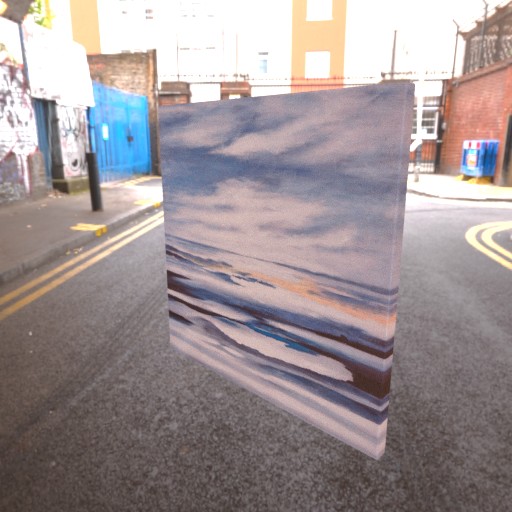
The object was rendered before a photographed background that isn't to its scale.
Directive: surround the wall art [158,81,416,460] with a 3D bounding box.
[{"bbox_3d":[0.000,0.000,1.102,0.747,0.747,0.035,14,20,43],"label":"wall art"}]
